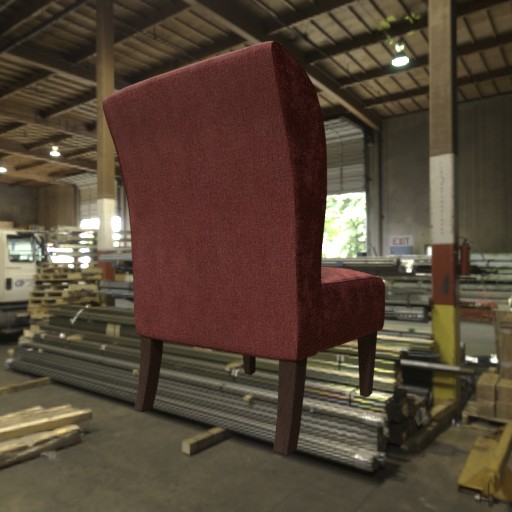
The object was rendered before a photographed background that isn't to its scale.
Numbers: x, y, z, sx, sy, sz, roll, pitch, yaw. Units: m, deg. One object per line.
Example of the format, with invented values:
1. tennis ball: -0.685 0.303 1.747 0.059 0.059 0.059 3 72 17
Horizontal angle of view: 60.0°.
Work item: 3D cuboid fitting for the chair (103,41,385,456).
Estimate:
1. chair: 0.000 0.000 1.242 0.538 0.846 0.640 0 0 36
